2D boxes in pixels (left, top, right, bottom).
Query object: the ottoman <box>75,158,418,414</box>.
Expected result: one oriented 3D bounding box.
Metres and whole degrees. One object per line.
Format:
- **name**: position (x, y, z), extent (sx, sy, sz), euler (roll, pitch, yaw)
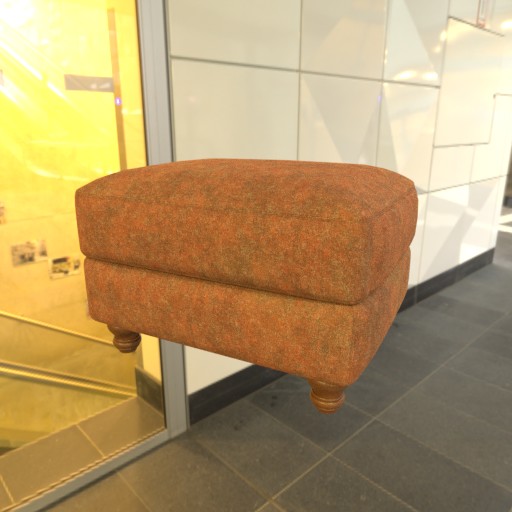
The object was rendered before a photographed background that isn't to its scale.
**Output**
- **ottoman**: position (0.000, 0.000, 1.224), extent (0.787, 0.508, 0.635), euler (8, 19, 26)
